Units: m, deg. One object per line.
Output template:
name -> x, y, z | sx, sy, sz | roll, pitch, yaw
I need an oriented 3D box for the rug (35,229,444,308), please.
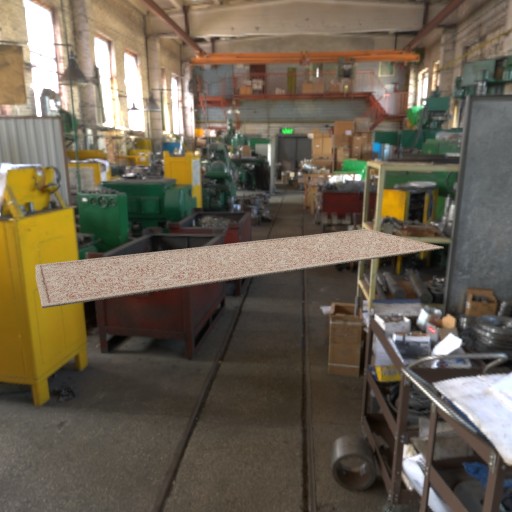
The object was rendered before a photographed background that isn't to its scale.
rug -> 0.000, 0.000, 2.743 | 2.448, 0.012, 0.769 | -7, 16, -27
